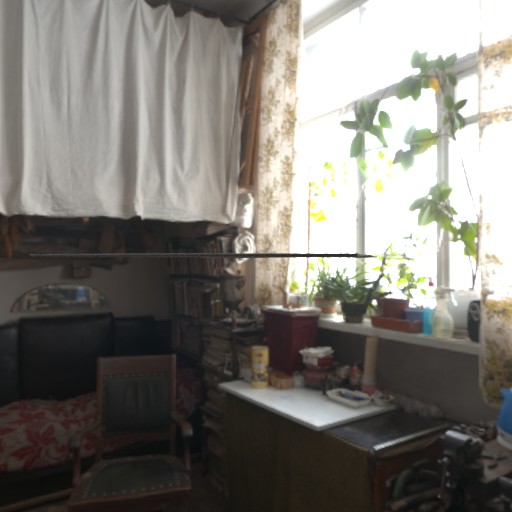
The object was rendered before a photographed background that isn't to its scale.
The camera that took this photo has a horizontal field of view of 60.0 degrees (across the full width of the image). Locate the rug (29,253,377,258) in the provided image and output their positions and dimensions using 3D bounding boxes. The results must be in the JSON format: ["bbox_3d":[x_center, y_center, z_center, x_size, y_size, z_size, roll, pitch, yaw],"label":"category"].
[{"bbox_3d":[0.000,0.000,2.326,1.174,0.022,1.853,0,0,17],"label":"rug"}]
